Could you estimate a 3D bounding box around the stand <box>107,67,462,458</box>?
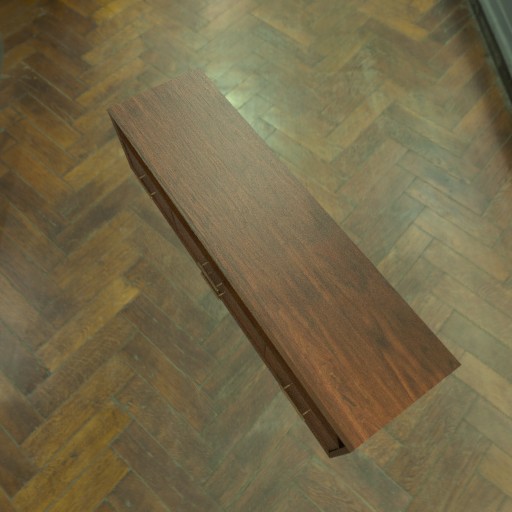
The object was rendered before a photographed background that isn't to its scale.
[{"bbox_3d":[0.000,0.000,1.922,0.481,0.610,1.626,-31,67,-15],"label":"stand"}]
